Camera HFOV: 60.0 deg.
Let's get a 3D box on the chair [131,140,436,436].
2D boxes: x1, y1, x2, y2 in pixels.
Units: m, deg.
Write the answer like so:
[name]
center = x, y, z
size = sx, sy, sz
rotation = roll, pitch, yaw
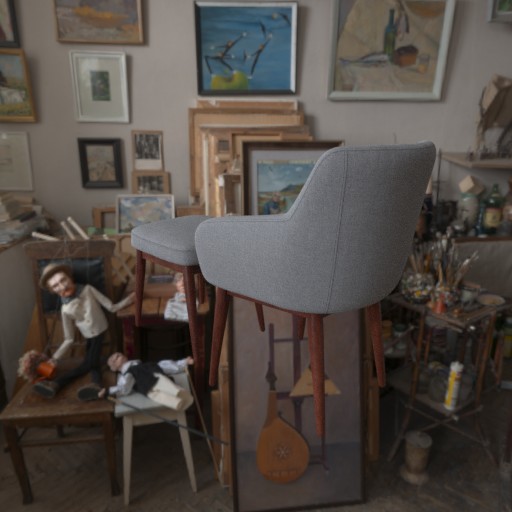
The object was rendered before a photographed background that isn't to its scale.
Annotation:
[chair]
center = 0.000, 0.000, 1.537
size = 0.584, 0.799, 1.107
rotation = -16, 24, -42
